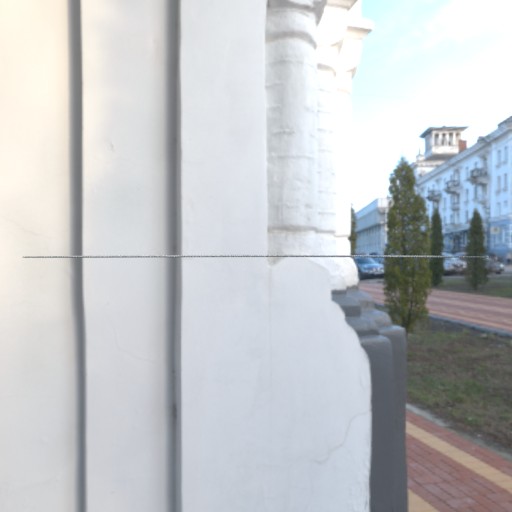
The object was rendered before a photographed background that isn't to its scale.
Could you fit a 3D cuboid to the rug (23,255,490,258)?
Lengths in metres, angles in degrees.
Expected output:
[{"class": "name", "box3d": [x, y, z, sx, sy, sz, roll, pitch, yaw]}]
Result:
[{"class": "rug", "box3d": [0.000, 0.000, 2.204, 1.740, 0.010, 1.135, 0, 0, 0]}]
